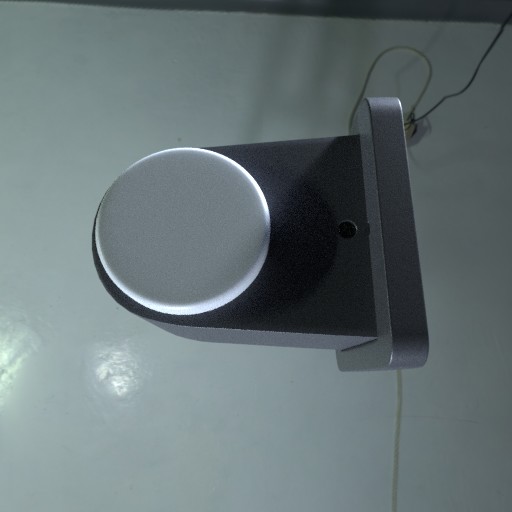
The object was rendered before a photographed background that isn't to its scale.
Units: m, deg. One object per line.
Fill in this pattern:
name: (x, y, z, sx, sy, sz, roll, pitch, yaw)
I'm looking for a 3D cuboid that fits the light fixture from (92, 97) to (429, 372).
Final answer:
light fixture: (0.000, 0.000, 0.214, 0.132, 0.109, 0.109, -1, 75, 0)
